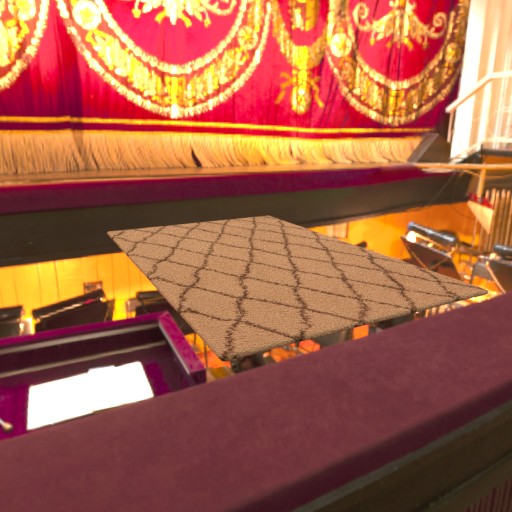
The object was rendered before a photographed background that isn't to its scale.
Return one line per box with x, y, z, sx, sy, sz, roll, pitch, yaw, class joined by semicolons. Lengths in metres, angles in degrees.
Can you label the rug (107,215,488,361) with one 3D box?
0.000;0.000;3.466;1.778;0.030;2.743;-8;18;-27;rug
